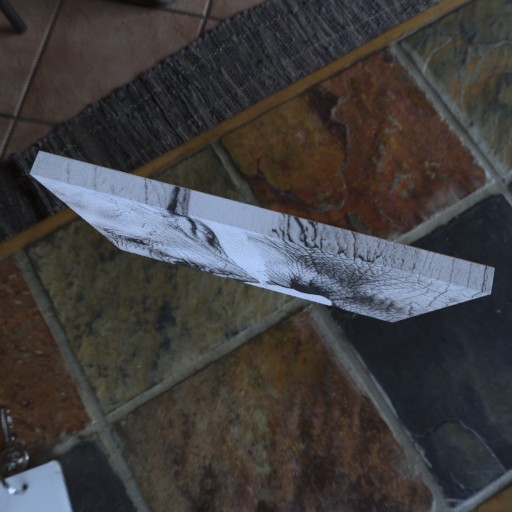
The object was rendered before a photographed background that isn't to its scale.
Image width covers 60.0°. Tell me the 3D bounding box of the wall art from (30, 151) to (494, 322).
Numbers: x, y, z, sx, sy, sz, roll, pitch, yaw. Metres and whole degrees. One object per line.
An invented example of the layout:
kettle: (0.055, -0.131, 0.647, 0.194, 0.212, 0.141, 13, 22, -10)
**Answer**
wall art: (0.000, 0.000, 0.770, 0.613, 0.407, 0.035, 15, 77, 3)
